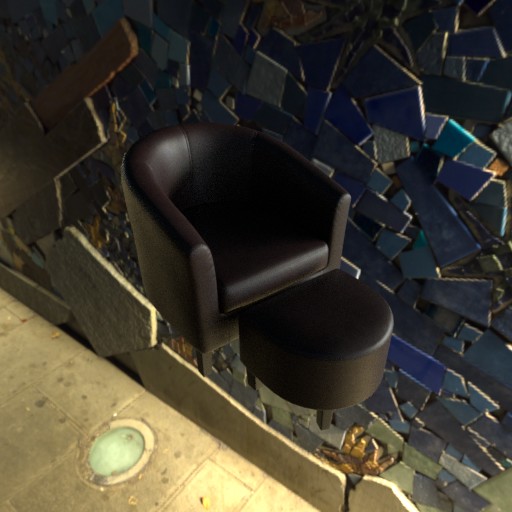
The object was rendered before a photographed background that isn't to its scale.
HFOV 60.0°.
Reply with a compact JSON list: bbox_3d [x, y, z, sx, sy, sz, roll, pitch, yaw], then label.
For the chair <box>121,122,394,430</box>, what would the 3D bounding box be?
[{"bbox_3d":[0.000,0.000,1.689,0.737,0.755,1.176,-22,37,-31],"label":"chair"}]
